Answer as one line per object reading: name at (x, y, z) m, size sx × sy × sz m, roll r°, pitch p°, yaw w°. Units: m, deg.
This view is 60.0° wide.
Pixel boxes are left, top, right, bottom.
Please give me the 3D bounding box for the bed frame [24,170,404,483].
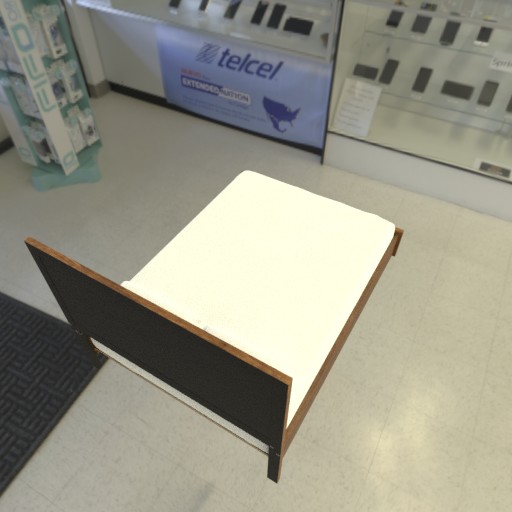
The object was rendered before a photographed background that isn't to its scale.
bed frame at (0.000, 0.000, 3.383) m, size 1.696 × 1.417 × 2.276 m, roll 24°, pitch 52°, yaw 20°
